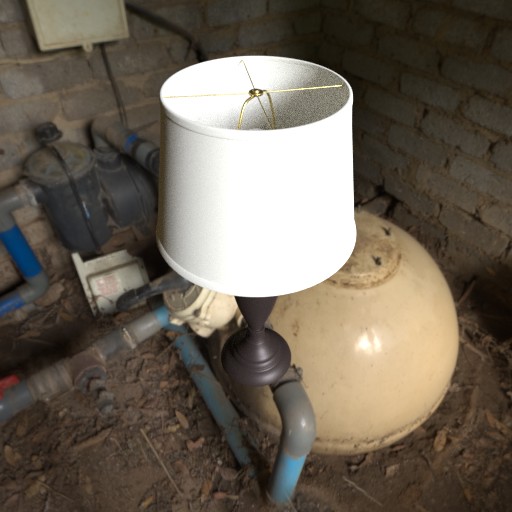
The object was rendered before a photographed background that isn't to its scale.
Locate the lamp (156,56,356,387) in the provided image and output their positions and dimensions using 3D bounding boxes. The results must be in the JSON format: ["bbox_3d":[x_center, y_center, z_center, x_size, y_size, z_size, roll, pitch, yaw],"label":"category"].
[{"bbox_3d":[0.000,0.000,0.801,0.335,0.611,0.335,0,42,0],"label":"lamp"}]
